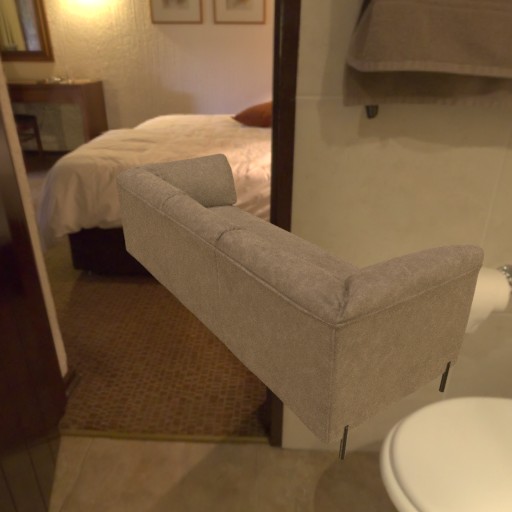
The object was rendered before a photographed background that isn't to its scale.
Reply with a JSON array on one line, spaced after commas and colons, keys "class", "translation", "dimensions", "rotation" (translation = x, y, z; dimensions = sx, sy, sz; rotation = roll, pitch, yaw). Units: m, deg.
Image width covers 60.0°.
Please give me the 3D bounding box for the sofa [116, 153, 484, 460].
[{"class": "sofa", "translation": [0.000, 0.000, 2.617], "dimensions": [0.899, 0.758, 2.238], "rotation": [-17, 30, -31]}]
